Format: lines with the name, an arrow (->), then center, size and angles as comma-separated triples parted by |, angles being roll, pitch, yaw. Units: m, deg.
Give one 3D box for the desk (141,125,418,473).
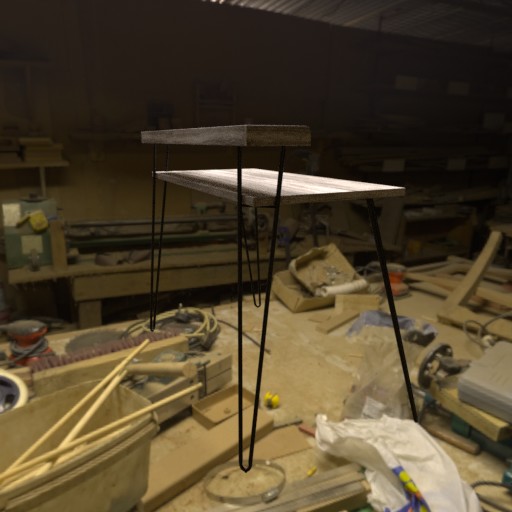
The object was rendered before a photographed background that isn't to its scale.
desk -> 0.000, 0.000, 1.649 | 0.605, 0.899, 1.135 | -7, 16, -26
